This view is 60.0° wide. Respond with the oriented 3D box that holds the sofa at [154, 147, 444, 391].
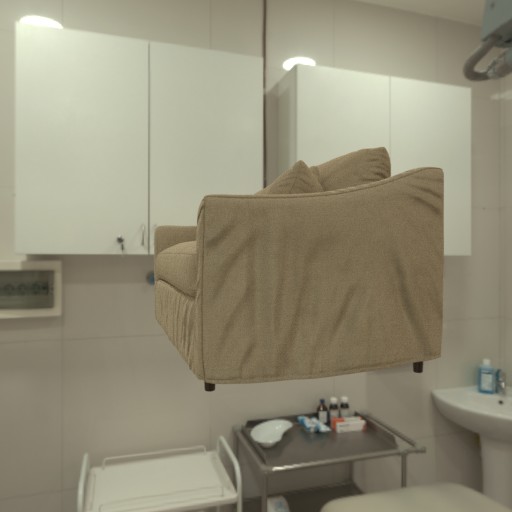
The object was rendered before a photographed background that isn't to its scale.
[{"bbox_3d":[0.000,0.000,2.650,1.072,1.018,2.010,0,0,-18],"label":"sofa"}]
